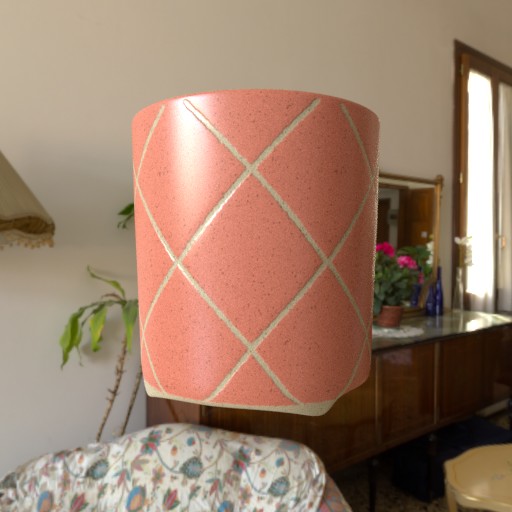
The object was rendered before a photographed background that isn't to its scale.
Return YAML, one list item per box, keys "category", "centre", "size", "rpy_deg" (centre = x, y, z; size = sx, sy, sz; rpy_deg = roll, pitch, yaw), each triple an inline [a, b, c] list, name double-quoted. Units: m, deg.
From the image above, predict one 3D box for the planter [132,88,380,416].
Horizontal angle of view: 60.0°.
- category: "planter"
  centre: [0.000, 0.000, 0.355]
  size: [0.191, 0.200, 0.191]
  rpy_deg: [0, 1, 0]
